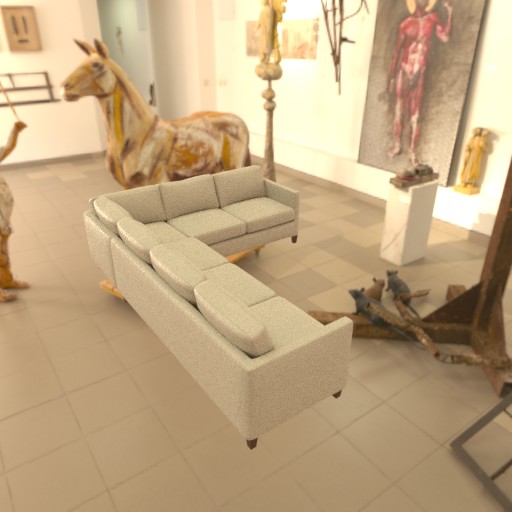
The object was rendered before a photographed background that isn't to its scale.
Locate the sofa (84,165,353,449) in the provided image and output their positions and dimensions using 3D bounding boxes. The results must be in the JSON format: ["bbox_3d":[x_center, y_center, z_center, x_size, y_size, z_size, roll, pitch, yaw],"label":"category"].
[{"bbox_3d":[0.000,0.000,4.577,2.522,0.934,3.333,-18,32,-32],"label":"sofa"}]
